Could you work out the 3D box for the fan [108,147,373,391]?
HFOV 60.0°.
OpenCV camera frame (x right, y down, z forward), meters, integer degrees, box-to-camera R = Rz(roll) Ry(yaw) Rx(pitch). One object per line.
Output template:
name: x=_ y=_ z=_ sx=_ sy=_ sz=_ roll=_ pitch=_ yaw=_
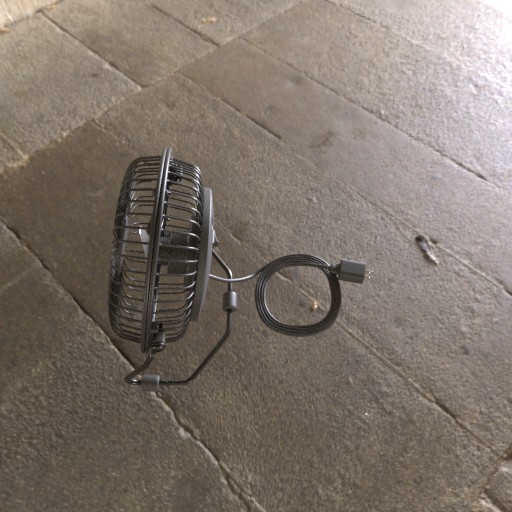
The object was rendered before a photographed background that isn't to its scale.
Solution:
fan: x=0.000 y=0.000 z=0.308 sx=0.202 sy=0.152 sz=0.153 roll=-1 pitch=57 yaw=0
